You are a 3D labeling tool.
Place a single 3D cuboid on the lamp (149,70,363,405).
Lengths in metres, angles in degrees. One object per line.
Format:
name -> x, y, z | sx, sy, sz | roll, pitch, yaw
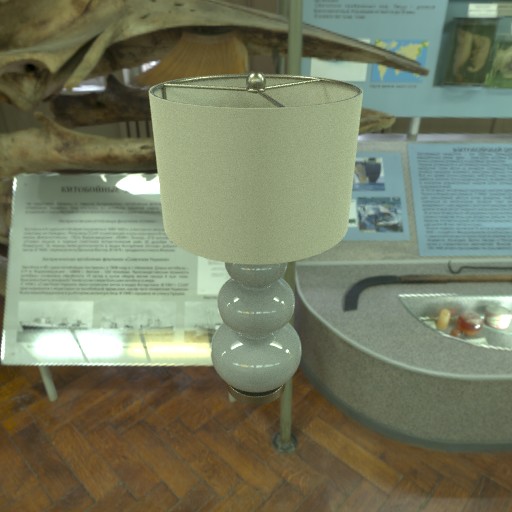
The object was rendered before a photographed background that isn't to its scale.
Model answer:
lamp -> 0.000, 0.000, 0.940 | 0.367, 0.730, 0.367 | -17, 33, -27
